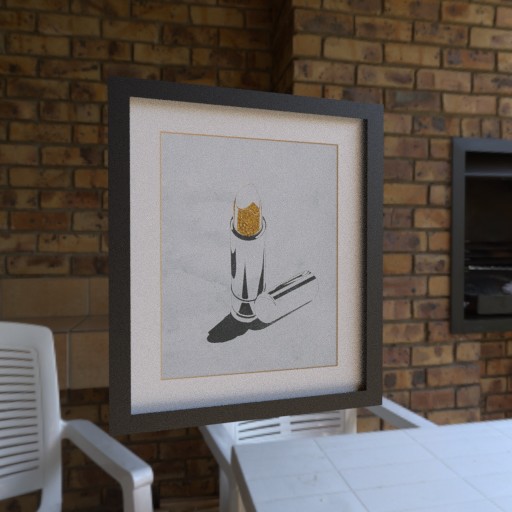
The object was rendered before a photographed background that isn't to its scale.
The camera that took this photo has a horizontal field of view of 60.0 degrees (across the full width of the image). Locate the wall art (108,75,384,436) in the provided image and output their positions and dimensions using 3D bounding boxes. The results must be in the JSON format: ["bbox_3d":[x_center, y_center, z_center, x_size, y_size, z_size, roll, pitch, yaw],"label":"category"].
[{"bbox_3d":[0.000,0.000,0.524,0.330,0.381,0.019,0,1,-17],"label":"wall art"}]
